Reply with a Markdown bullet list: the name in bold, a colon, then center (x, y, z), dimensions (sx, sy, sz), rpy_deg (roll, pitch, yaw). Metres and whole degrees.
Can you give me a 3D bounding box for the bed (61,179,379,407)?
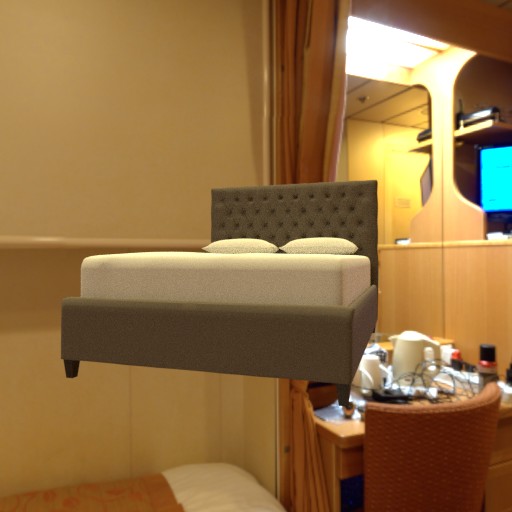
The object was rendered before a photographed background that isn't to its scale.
- **bed**: center (0.000, 0.000, 3.368), dimensions (1.696, 1.426, 2.233), rpy_deg (0, 0, 18)
